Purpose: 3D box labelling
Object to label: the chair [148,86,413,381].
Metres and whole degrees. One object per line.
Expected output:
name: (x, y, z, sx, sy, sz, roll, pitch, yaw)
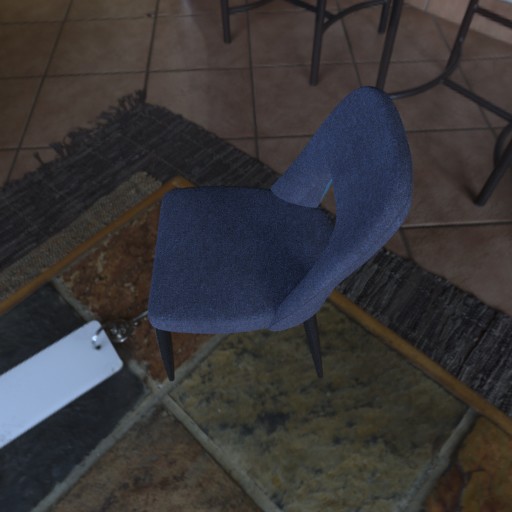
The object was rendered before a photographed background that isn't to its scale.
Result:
chair: (0.000, 0.000, 1.274, 0.612, 0.931, 0.470, -1, 57, 0)
